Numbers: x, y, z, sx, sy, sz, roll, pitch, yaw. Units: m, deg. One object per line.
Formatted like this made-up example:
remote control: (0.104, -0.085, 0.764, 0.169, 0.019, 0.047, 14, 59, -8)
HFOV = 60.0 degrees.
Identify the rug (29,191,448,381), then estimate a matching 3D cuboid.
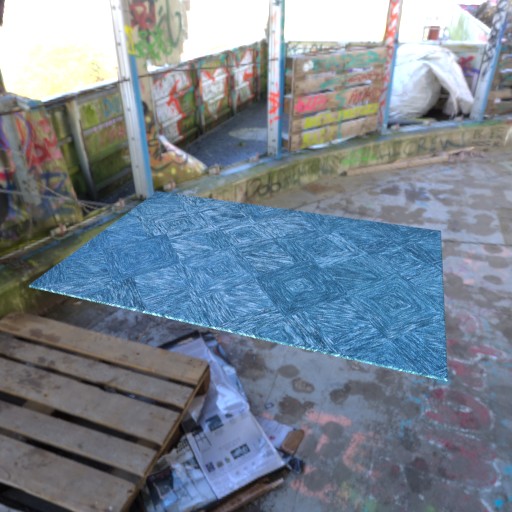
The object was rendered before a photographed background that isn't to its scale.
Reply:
rug: (0.000, 0.000, 2.861, 2.277, 0.015, 1.490, 10, 32, 16)
